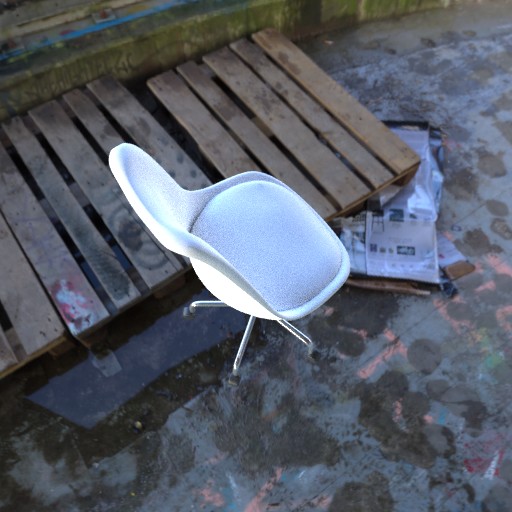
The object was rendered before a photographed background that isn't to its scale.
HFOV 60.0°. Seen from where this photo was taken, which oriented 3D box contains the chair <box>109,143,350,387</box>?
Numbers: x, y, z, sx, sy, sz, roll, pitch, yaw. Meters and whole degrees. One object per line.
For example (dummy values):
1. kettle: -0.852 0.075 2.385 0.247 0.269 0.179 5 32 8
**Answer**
1. chair: 0.000 0.000 1.283 0.550 0.930 0.550 -31 65 -17
